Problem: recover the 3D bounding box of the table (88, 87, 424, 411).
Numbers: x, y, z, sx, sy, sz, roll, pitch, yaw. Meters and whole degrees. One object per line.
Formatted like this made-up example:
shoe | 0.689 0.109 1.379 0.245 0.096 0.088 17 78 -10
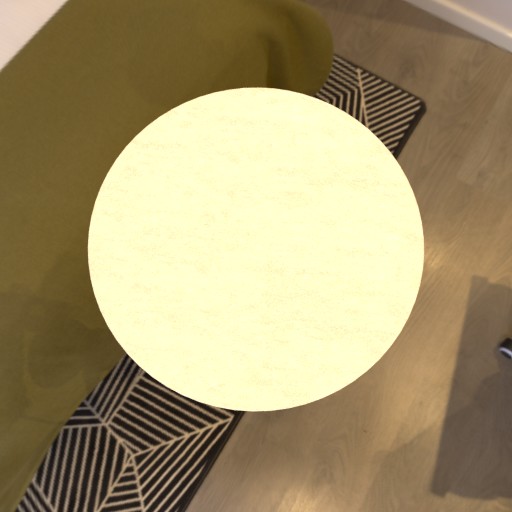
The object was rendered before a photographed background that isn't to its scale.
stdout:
table | 0.000 0.000 1.405 0.889 0.470 0.889 0 76 0
